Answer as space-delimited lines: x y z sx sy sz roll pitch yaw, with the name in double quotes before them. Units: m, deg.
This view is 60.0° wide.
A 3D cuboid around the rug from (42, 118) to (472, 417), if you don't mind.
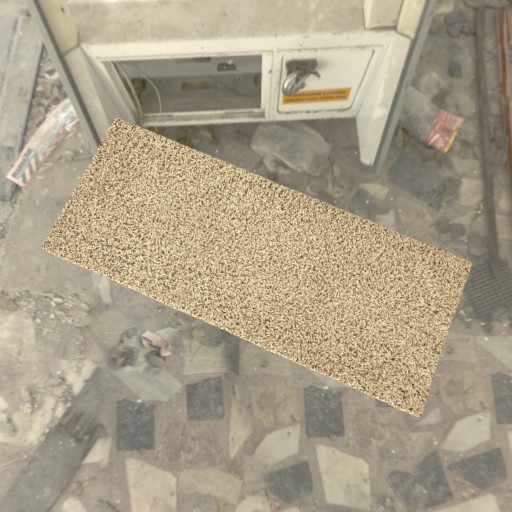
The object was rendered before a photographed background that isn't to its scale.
"rug" 0.000 0.000 1.689 1.524 0.030 0.609 23 78 5
